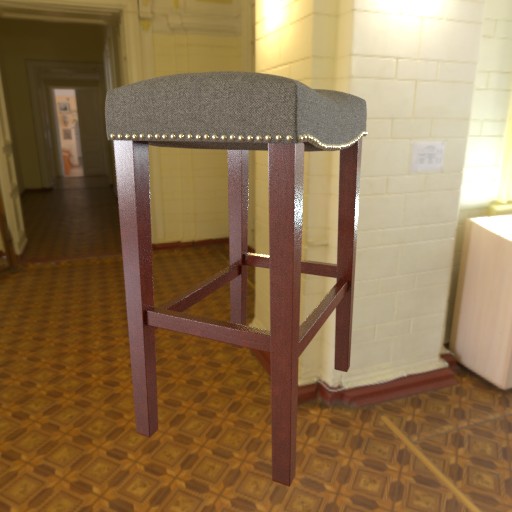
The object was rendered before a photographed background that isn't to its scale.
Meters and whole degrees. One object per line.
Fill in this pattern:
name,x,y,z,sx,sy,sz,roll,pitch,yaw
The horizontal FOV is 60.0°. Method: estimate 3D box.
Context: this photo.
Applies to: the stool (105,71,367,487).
stool,0.000,0.000,1.015,0.372,0.742,0.504,7,18,24
